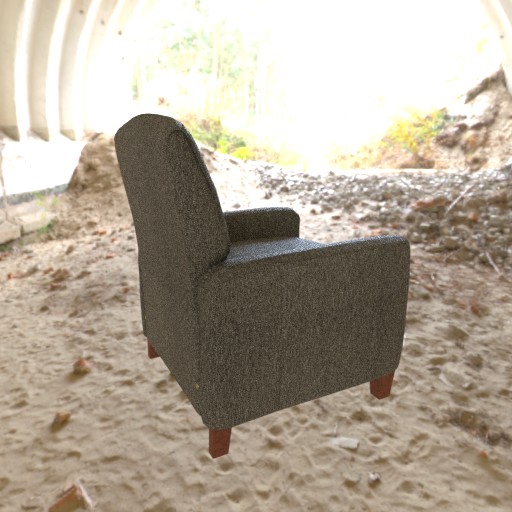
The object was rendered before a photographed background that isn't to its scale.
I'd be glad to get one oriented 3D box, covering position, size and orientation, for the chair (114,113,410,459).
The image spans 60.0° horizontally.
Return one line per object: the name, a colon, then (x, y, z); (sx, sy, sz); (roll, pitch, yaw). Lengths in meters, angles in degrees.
chair: (0.000, 0.000, 1.686); (0.864, 1.014, 0.848); (-8, 17, -27)
